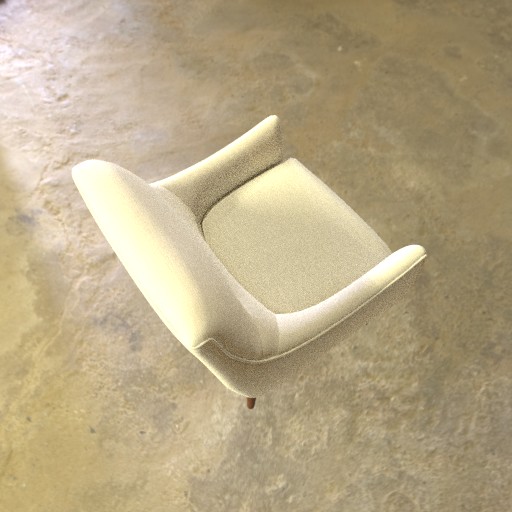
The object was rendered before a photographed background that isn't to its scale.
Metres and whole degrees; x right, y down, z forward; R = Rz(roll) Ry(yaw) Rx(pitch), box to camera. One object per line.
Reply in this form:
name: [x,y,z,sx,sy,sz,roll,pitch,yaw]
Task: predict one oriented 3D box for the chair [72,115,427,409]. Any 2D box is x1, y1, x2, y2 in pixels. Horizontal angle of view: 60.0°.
chair: [0.000,0.000,1.456,0.787,0.838,0.762,-31,63,-18]
